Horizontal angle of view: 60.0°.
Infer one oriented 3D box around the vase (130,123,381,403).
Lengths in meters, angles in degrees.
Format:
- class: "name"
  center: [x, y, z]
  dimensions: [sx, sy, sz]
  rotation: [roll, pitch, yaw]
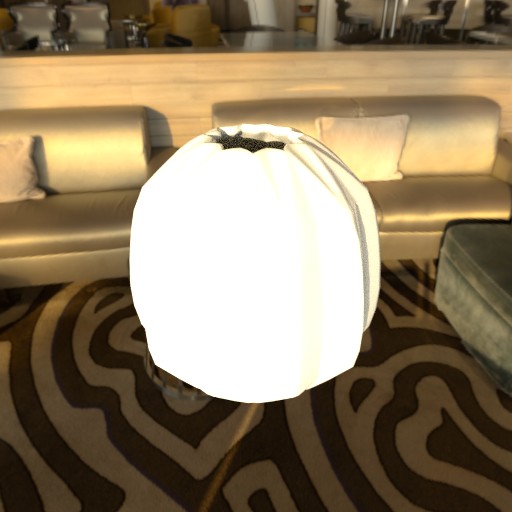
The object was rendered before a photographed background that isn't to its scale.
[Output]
- class: "vase"
  center: [0.000, 0.000, 0.247]
  dimensions: [0.139, 0.134, 0.139]
  rotation: [0, 31, 0]
